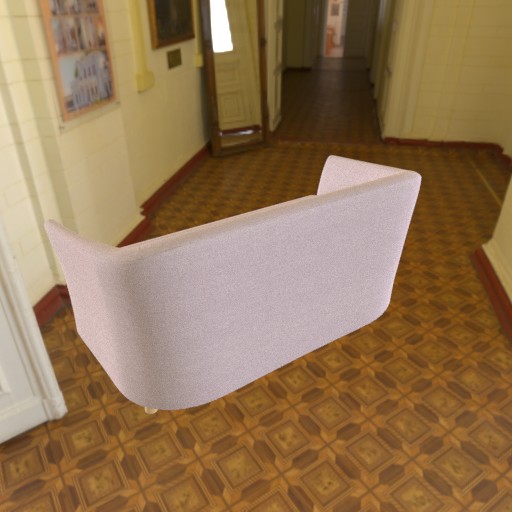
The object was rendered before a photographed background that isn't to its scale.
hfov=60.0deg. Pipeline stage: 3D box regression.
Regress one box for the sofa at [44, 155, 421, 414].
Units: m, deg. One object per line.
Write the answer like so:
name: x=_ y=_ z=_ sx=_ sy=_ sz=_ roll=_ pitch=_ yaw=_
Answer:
sofa: x=0.000 y=0.000 z=1.861 sx=1.452 sy=0.721 sz=0.705 roll=-19 pitch=35 yaw=-29
